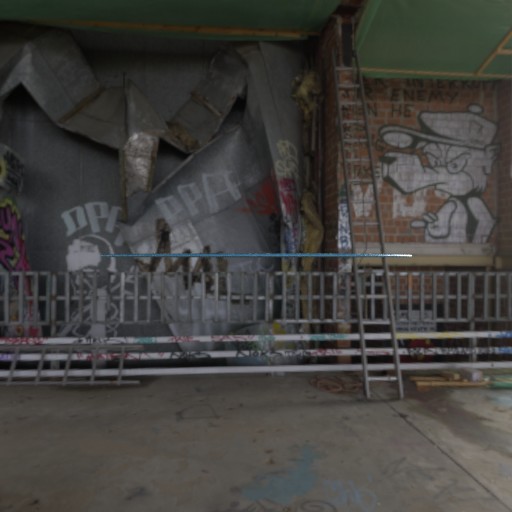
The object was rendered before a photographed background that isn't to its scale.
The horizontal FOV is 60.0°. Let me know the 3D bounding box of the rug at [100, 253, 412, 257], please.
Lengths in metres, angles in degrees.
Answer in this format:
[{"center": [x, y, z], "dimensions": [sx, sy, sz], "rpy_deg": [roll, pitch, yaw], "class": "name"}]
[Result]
[{"center": [0.000, 0.000, 2.400], "dimensions": [1.593, 0.012, 1.593], "rpy_deg": [0, 0, 0], "class": "rug"}]
